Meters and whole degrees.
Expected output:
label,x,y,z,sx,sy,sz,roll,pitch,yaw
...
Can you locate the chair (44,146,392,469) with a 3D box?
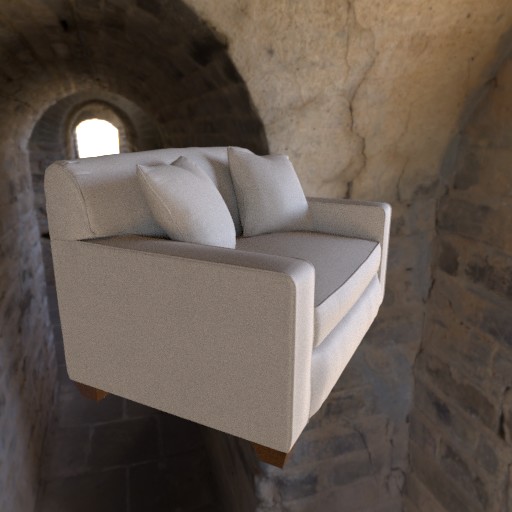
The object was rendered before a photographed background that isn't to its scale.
label,x,y,z,sx,sy,sz,roll,pitch,yaw
chair,0.000,0.000,2.008,1.000,0.948,1.383,8,18,26
